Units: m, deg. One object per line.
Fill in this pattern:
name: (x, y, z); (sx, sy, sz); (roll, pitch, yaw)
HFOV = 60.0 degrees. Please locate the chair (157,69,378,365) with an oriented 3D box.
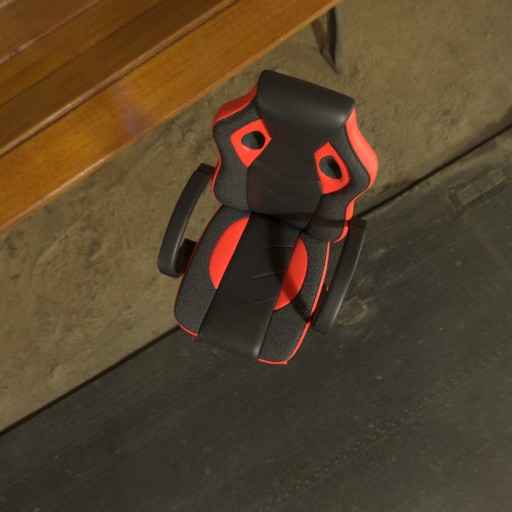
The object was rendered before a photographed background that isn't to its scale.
chair: (0.000, 0.000, 1.400); (0.600, 1.016, 0.642); (20, 78, 5)
